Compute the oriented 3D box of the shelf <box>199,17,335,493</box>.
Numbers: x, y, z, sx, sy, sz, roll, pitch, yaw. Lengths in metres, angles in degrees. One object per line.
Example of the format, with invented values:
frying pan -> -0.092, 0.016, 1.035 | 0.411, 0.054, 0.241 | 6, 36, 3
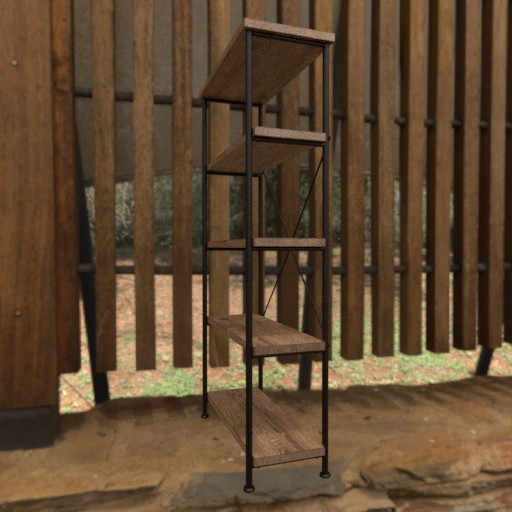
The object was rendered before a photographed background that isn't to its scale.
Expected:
shelf -> 0.000, 0.000, 2.016 | 0.360, 1.700, 0.800 | 0, 1, -19
